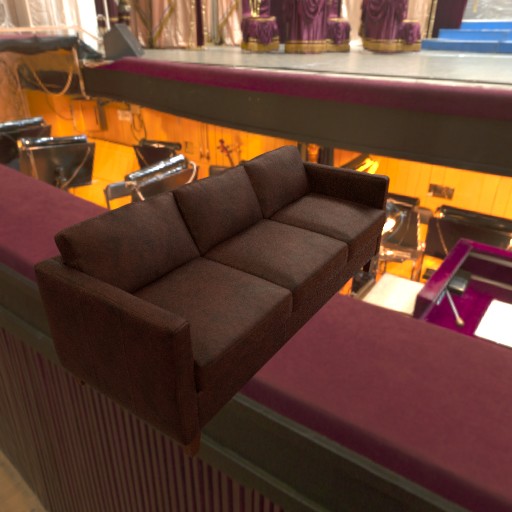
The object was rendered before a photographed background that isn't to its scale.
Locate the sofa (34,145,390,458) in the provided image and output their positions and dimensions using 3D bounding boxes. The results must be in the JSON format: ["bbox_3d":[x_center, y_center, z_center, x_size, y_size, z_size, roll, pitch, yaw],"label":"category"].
[{"bbox_3d":[0.000,0.000,2.983,1.045,1.006,2.464,18,32,30],"label":"sofa"}]
